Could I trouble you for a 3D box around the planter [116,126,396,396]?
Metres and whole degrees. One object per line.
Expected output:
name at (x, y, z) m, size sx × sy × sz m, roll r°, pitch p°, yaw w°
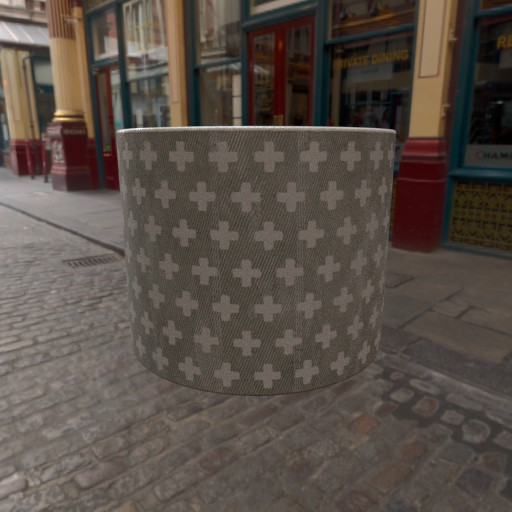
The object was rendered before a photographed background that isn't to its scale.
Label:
planter at (0.000, 0.000, 0.442) m, size 0.250 × 0.239 × 0.250 m, roll 0°, pitch 14°, yaw 0°
